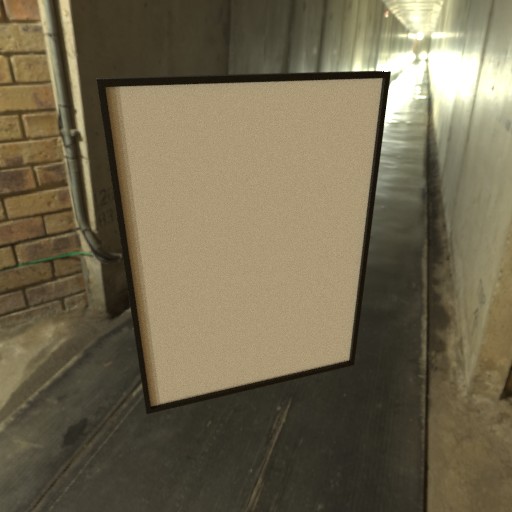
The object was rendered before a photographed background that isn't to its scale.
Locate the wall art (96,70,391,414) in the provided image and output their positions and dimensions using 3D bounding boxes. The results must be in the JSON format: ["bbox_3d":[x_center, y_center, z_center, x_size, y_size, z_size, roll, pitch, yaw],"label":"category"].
[{"bbox_3d":[0.000,0.000,1.407,0.802,1.070,0.036,-8,28,-16],"label":"wall art"}]
